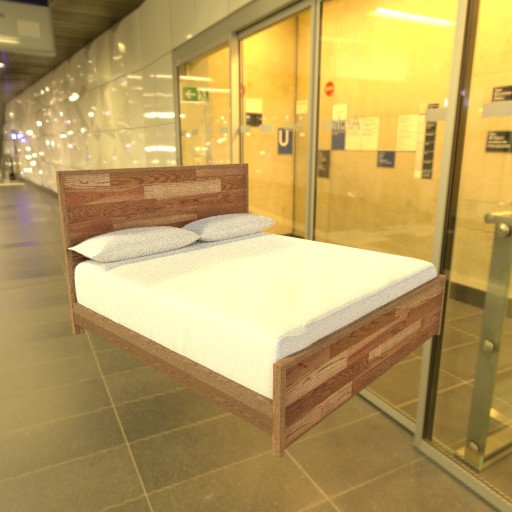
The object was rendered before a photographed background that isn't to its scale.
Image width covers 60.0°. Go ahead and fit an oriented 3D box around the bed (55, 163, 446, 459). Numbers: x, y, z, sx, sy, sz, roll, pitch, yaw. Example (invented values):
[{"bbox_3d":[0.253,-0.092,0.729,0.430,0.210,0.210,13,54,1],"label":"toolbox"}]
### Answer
[{"bbox_3d":[0.000,0.000,3.427,2.184,1.295,2.013,13,19,41],"label":"bed"}]
